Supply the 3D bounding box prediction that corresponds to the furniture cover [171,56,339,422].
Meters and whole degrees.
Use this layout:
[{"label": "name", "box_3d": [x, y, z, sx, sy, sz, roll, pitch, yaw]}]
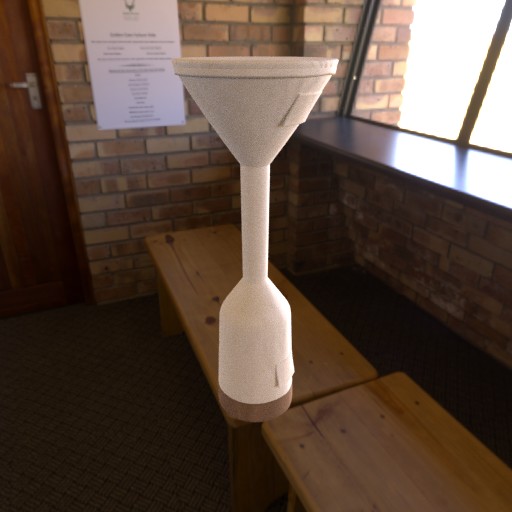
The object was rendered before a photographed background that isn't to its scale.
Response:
[{"label": "furniture cover", "box_3d": [0.000, 0.000, 2.958, 0.914, 2.413, 0.914, 17, 30, 31]}]
